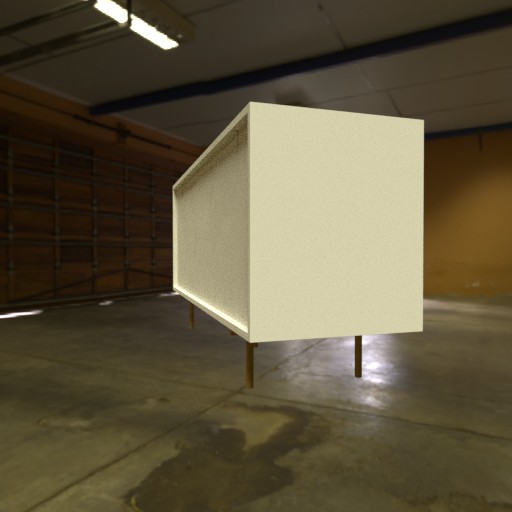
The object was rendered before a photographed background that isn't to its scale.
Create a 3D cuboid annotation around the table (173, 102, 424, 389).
[{"bbox_3d":[0.000,0.000,1.870,0.508,0.769,1.500,0,1,-18],"label":"table"}]
